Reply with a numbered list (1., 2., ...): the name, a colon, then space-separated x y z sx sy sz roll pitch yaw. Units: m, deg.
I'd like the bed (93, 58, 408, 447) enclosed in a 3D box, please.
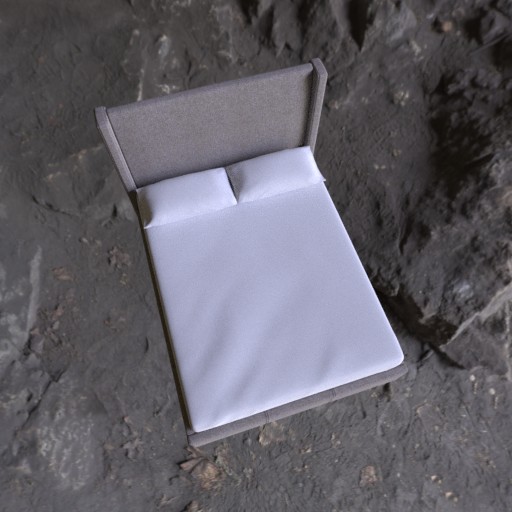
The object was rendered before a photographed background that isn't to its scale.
1. bed: 0.000 0.000 3.417 1.714 1.476 2.245 -16 65 -8
